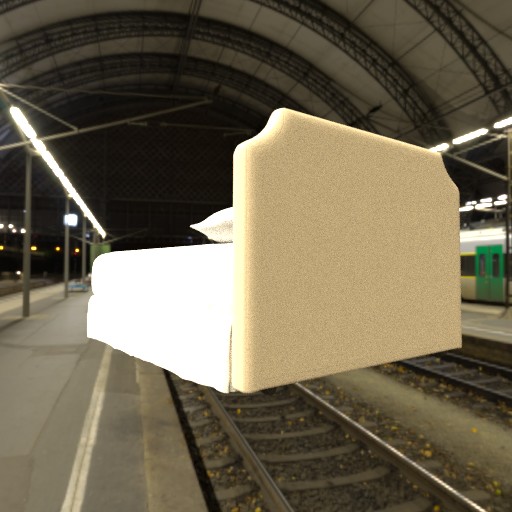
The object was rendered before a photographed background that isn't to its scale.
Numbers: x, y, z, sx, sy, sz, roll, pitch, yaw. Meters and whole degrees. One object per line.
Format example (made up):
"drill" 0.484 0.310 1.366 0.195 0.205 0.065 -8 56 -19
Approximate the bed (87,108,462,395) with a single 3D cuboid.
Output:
"bed" 0.000 0.000 3.800 2.134 1.524 2.548 1 -2 -37
